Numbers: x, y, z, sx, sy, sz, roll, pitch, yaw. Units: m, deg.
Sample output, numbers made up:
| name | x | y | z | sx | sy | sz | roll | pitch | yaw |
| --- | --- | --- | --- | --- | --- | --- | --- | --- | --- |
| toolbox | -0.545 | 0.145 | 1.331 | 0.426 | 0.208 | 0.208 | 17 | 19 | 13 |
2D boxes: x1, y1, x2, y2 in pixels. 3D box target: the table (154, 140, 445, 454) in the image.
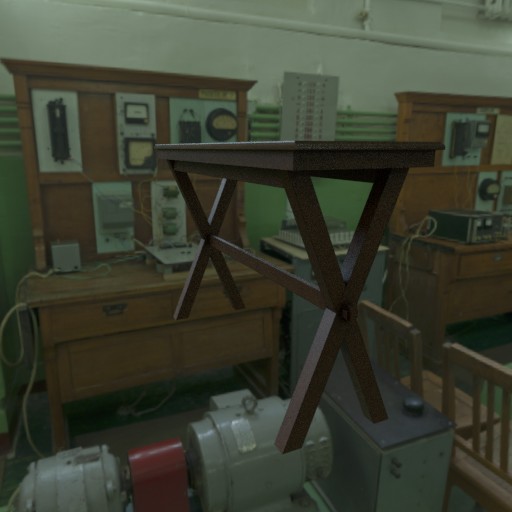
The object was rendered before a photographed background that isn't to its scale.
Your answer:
| name | x | y | z | sx | sy | sz | roll | pitch | yaw |
| --- | --- | --- | --- | --- | --- | --- | --- | --- | --- |
| table | 0.000 | 0.000 | 1.553 | 0.399 | 0.763 | 1.197 | -6 | 15 | -25 |
